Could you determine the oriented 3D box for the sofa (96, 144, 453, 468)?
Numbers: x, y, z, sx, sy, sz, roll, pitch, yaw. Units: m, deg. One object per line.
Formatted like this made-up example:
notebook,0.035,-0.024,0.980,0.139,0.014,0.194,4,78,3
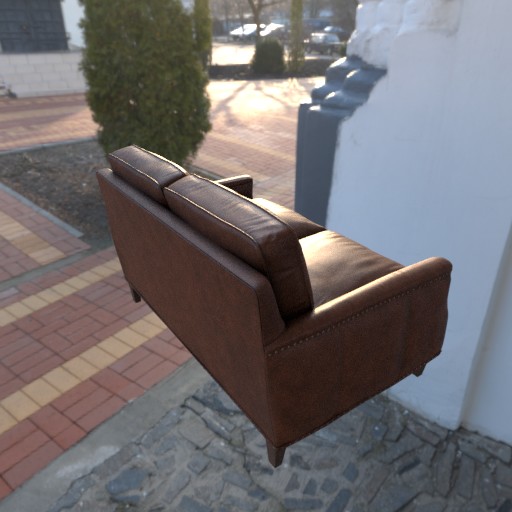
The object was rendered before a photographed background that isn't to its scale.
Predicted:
sofa,0.000,0.000,2.261,1.083,1.003,1.628,-18,32,-31
